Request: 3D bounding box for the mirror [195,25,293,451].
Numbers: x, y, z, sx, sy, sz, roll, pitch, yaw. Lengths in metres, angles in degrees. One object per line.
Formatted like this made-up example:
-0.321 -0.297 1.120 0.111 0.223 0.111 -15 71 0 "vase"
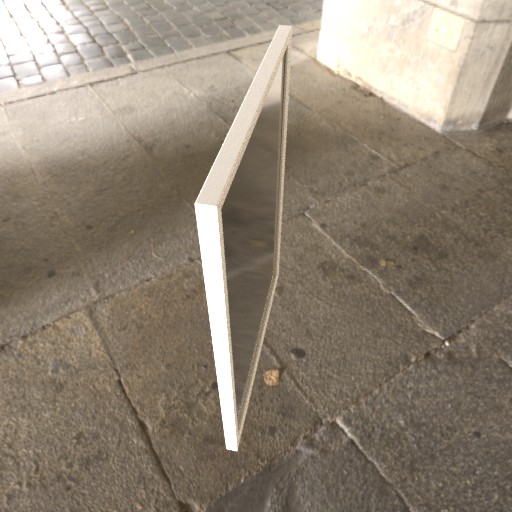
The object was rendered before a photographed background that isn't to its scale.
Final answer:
0.000 0.000 1.304 0.040 1.016 0.762 9 47 8 "mirror"
